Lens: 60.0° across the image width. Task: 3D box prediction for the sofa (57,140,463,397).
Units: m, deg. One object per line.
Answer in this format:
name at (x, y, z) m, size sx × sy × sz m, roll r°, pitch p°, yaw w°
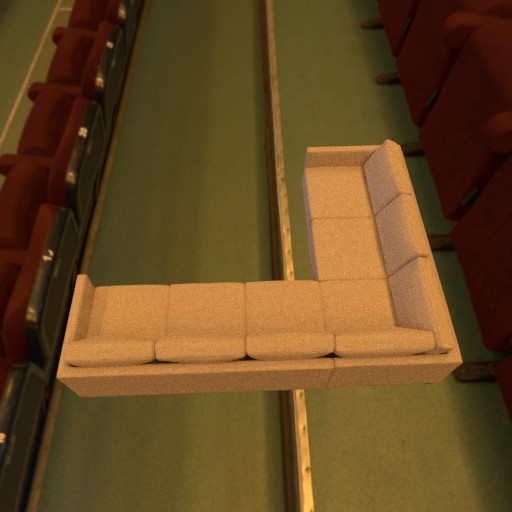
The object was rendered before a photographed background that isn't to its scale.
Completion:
sofa at (0.000, 0.000, 4.286) m, size 3.182 × 0.863 × 2.432 m, roll -2°, pitch 58°, yaw -1°
